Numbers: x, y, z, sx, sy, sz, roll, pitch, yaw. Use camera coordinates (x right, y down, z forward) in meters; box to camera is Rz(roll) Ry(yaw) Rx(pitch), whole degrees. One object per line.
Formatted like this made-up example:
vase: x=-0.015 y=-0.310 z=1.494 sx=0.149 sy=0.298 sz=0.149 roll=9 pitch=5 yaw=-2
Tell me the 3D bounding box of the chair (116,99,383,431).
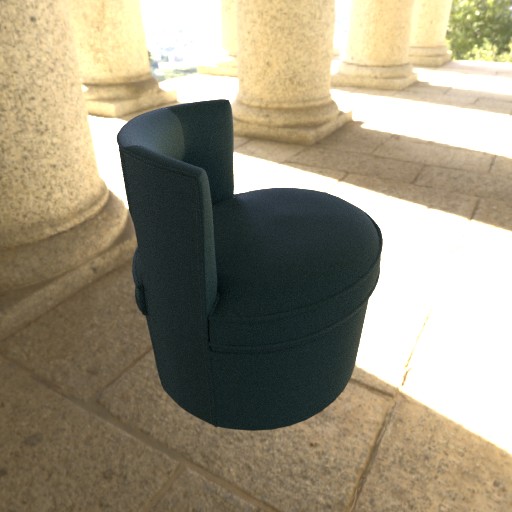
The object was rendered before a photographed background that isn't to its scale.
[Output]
chair: x=0.000 y=0.000 z=1.211 sx=0.660 sy=0.711 sz=0.684 roll=1 pitch=31 yaw=1
